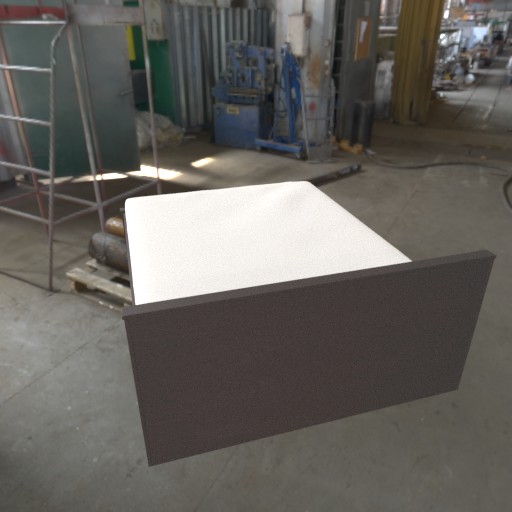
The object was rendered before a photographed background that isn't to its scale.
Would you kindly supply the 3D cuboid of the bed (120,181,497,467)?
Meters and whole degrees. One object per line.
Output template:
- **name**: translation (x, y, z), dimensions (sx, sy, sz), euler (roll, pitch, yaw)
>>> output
- **bed**: translation (0.000, 0.000, 2.870), dimensions (1.634, 0.808, 2.103), euler (-8, 29, -15)
